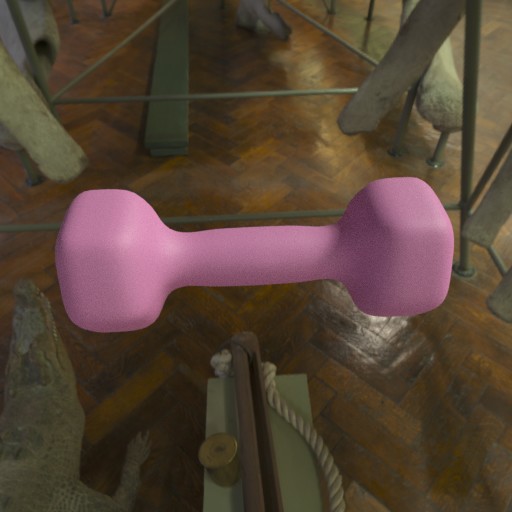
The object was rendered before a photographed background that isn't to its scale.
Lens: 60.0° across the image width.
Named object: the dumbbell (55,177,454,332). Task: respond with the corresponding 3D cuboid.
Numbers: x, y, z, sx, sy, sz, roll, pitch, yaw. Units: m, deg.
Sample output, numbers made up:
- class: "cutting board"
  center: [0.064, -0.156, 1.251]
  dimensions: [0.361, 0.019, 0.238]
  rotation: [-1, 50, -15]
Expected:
- class: "dumbbell"
  center: [0.000, 0.000, 0.192]
  dimensions: [0.159, 0.058, 0.064]
  rotation: [-2, 47, -2]
